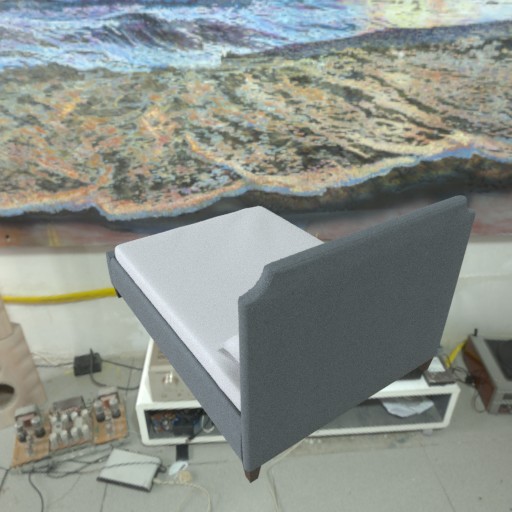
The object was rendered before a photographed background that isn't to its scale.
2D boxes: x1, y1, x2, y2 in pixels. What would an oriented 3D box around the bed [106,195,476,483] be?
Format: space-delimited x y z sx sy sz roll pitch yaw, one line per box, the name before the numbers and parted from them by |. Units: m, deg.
bed | 0.000 0.000 3.420 1.712 1.443 2.372 -19 35 -29
